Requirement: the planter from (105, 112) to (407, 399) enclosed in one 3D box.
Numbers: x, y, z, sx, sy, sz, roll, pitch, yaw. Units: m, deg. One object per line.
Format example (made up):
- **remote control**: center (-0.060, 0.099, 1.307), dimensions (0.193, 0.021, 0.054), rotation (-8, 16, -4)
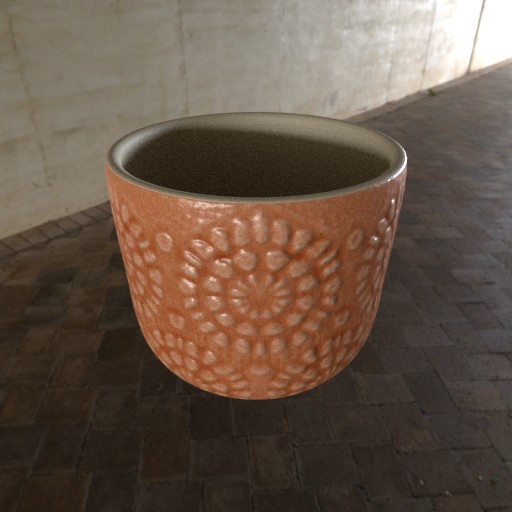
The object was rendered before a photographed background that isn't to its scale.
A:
- **planter**: center (0.000, 0.000, 0.214), dimensions (0.124, 0.109, 0.124), rotation (0, 30, 0)
